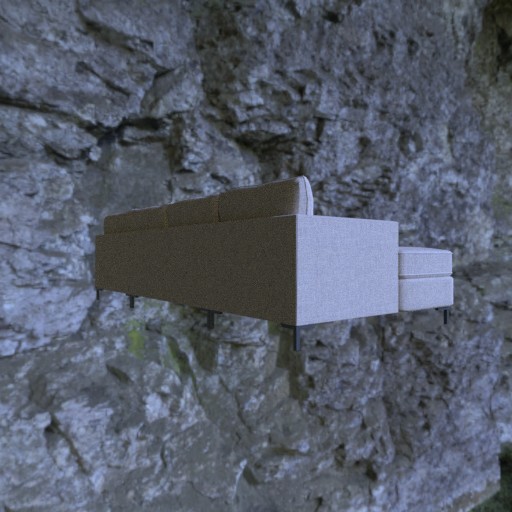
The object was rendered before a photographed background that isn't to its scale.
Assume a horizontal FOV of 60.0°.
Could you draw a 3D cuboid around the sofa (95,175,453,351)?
[{"bbox_3d":[0.000,0.000,4.284,2.021,0.996,3.423,0,0,-37],"label":"sofa"}]
